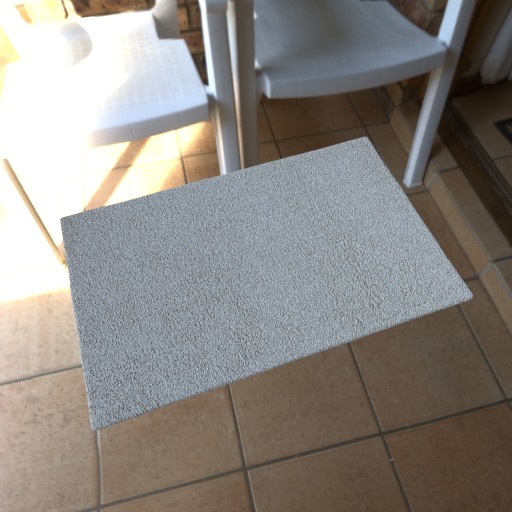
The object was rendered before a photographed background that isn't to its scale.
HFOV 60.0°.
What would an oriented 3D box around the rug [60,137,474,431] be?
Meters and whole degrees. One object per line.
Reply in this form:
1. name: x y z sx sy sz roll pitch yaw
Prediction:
1. rug: 0.000 0.000 3.004 2.438 0.030 1.524 -17 60 -10
